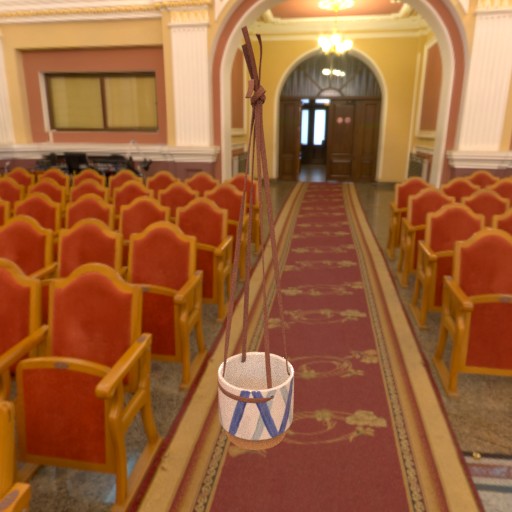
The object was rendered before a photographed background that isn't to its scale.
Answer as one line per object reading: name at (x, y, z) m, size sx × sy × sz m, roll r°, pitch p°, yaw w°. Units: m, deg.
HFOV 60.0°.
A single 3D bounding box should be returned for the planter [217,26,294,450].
planter at (0.000, 0.000, 0.821) m, size 0.153 × 0.753 × 0.157 m, roll 3°, pitch 16°, yaw 9°
